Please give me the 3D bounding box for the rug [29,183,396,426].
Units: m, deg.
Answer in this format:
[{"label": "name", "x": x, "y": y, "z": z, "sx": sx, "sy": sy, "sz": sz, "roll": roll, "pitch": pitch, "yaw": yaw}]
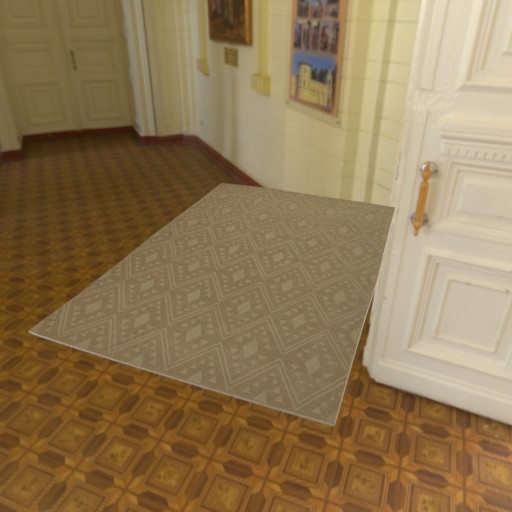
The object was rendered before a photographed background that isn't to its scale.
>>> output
[{"label": "rug", "x": 0.000, "y": 0.000, "z": 2.321, "sx": 1.252, "sy": 0.034, "sz": 1.829, "roll": 11, "pitch": 32, "yaw": 18}]
